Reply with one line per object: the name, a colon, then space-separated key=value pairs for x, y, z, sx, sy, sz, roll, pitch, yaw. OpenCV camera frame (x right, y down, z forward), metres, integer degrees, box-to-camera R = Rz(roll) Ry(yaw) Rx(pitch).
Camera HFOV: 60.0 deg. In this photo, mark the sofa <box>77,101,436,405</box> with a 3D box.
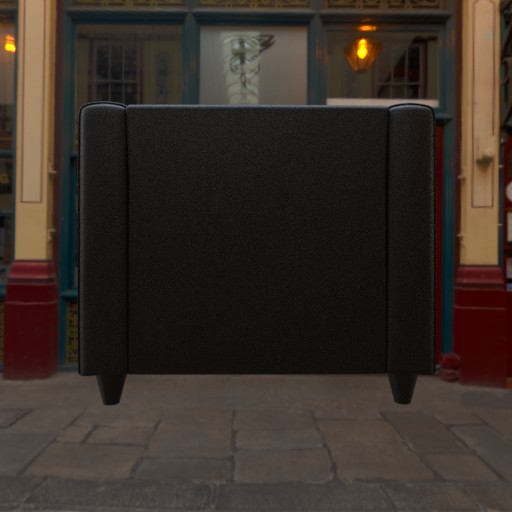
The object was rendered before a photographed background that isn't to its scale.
sofa: x=0.000 y=0.000 z=1.415 sx=0.839 sy=0.724 sz=0.809 roll=0 pitch=-1 yaw=-1
